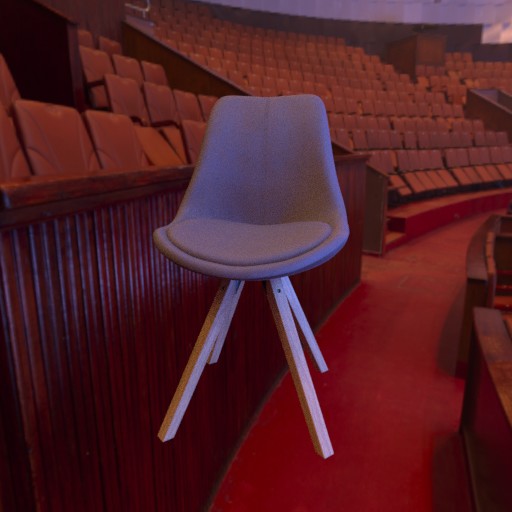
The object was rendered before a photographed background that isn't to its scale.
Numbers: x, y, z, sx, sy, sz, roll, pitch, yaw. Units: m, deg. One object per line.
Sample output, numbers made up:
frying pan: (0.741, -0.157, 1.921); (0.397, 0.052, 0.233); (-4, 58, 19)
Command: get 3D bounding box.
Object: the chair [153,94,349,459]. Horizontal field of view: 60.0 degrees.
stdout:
chair: (0.000, 0.000, 1.188); (0.483, 0.865, 0.547); (2, 14, 9)
